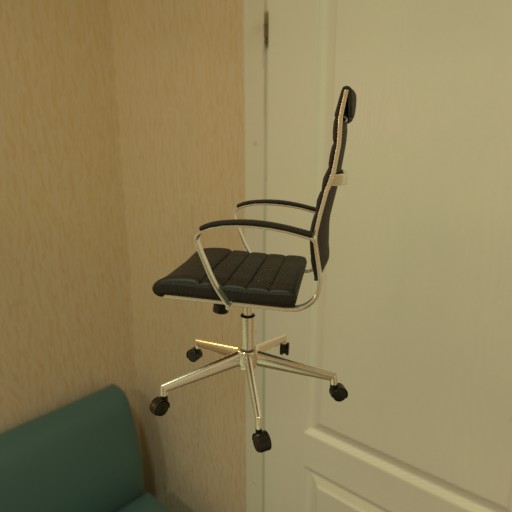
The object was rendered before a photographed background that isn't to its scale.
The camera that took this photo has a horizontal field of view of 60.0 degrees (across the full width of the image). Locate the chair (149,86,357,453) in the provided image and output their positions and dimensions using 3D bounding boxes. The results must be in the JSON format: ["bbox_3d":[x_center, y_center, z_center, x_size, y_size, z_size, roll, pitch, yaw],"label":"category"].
[{"bbox_3d":[0.000,0.000,1.679,0.739,1.149,0.766,3,14,10],"label":"chair"}]
